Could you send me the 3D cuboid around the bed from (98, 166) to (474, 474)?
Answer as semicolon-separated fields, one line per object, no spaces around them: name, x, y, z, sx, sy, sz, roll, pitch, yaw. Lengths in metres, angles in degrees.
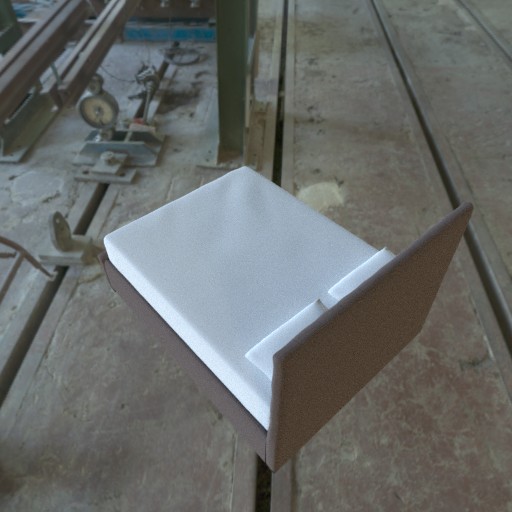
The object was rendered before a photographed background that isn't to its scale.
bed;0.000;0.000;3.419;1.696;1.426;2.233;-33;54;-28
